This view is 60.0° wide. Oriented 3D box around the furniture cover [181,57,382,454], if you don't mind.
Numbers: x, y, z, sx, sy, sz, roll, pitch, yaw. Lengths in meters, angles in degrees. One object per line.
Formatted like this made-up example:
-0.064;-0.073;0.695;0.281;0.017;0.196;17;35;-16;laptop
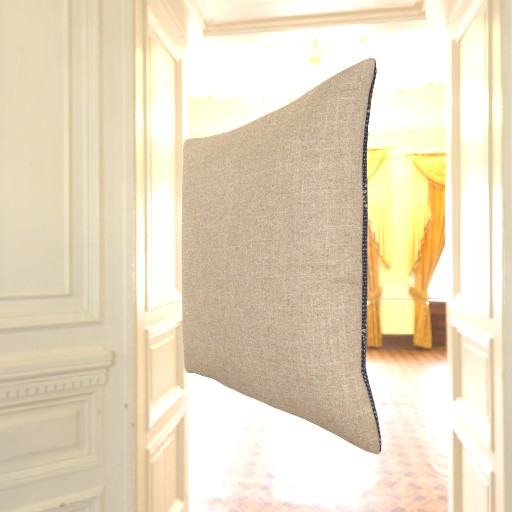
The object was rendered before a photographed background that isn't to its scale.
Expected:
0.000;0.000;0.760;0.162;0.503;0.511;0;0;-37;furniture cover
